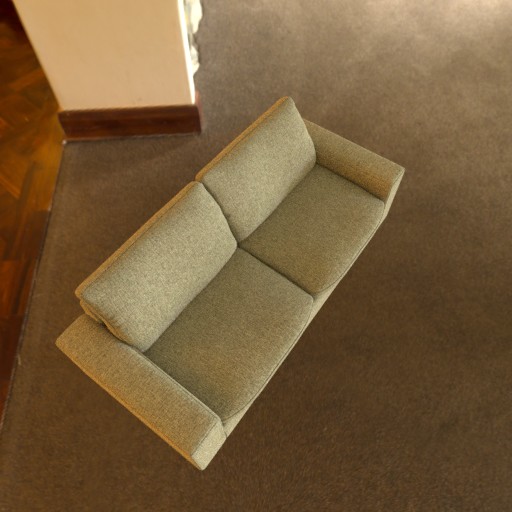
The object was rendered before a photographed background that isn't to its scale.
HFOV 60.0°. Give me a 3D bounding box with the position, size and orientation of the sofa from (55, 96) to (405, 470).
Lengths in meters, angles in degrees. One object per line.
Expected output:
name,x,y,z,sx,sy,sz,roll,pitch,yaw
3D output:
sofa,0.000,0.000,2.821,1.040,0.922,2.299,32,63,18
